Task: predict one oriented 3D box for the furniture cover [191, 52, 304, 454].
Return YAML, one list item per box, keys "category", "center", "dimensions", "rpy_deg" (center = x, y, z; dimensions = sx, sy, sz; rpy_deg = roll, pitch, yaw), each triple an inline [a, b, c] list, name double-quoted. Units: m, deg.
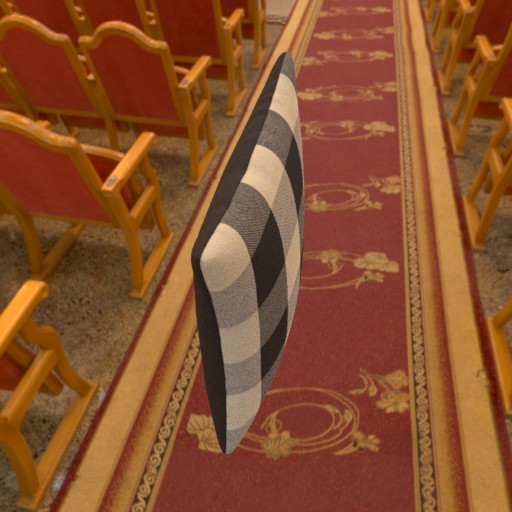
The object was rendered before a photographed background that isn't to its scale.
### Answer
- category: "furniture cover"
  center: [0.000, 0.000, 0.778]
  dimensions: [0.161, 0.509, 0.511]
  rpy_deg: [9, 47, 8]
